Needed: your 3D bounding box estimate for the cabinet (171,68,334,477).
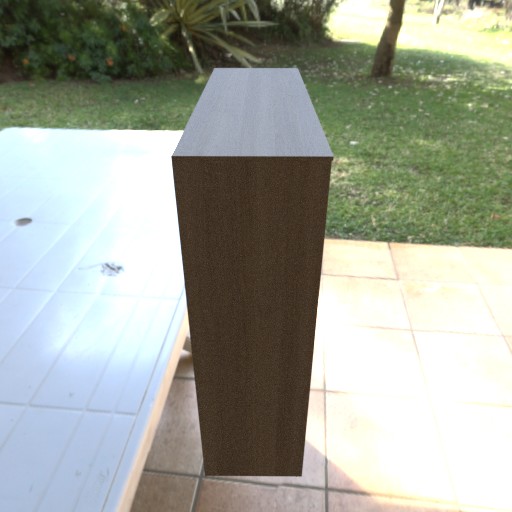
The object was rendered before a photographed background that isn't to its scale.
[{"bbox_3d":[0.000,0.000,2.993,0.620,2.060,1.870,0,32,0],"label":"cabinet"}]
